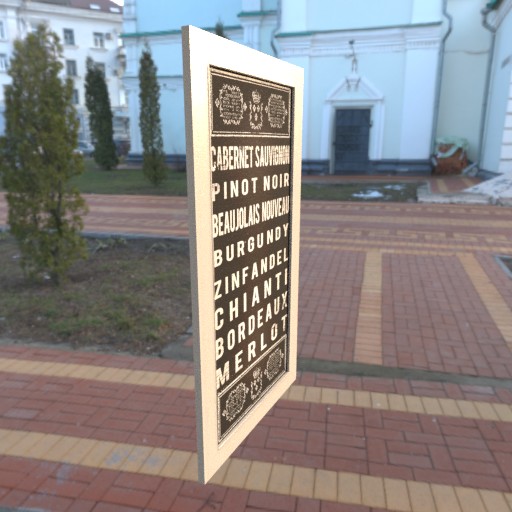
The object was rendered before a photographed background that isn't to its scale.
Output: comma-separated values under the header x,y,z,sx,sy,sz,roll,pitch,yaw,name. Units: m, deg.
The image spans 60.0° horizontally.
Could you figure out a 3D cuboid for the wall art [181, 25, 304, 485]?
x,y,z,sx,sy,sz,roll,pitch,yaw,name
0.000,0.000,0.804,0.013,0.683,0.380,7,16,27,wall art
